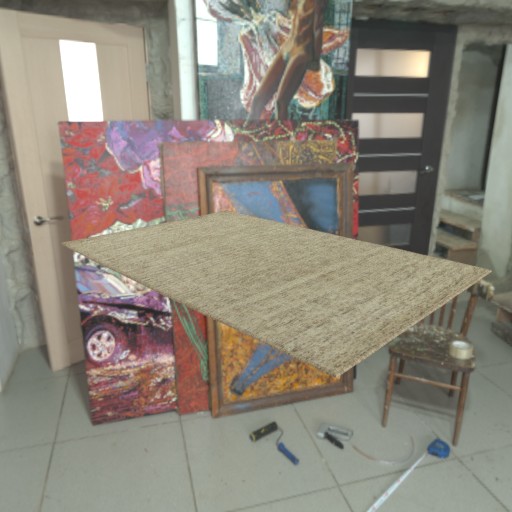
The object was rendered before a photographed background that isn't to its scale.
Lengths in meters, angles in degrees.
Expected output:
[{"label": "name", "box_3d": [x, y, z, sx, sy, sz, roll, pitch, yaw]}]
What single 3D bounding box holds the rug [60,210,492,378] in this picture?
[{"label": "rug", "box_3d": [0.000, 0.000, 2.220, 1.211, 0.018, 1.822, -17, 24, -42]}]
